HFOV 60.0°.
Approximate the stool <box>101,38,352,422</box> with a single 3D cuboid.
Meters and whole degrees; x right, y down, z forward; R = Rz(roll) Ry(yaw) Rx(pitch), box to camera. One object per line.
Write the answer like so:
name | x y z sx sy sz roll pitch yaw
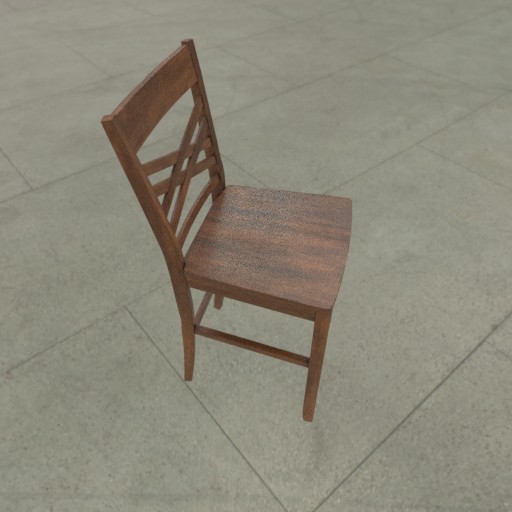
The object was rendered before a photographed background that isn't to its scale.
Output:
stool | 0.000 0.000 1.363 0.539 1.079 0.462 11 46 10
